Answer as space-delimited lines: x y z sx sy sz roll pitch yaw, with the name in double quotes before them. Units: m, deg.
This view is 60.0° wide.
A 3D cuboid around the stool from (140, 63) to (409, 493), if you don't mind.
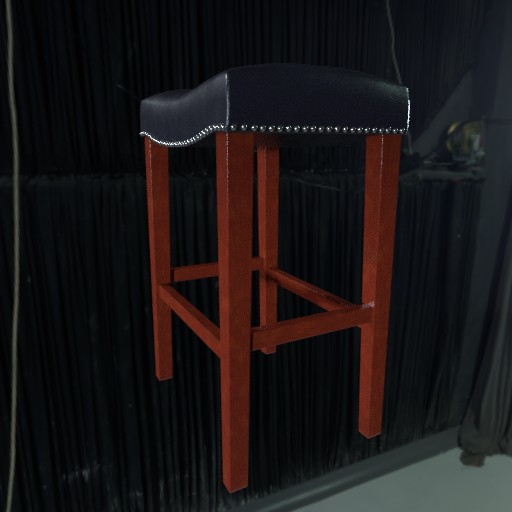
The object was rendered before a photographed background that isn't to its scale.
"stool" 0.000 0.000 1.000 0.372 0.742 0.504 -7 16 -27
